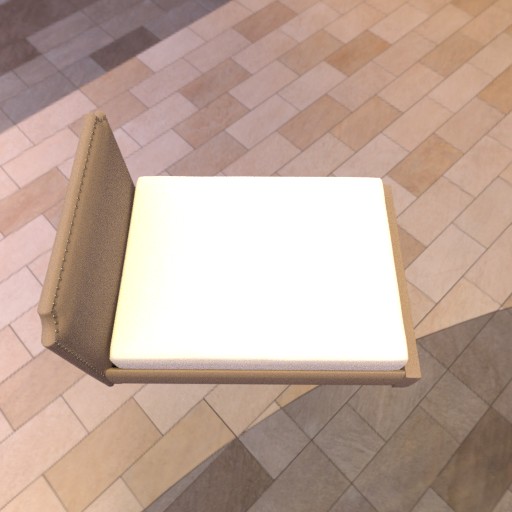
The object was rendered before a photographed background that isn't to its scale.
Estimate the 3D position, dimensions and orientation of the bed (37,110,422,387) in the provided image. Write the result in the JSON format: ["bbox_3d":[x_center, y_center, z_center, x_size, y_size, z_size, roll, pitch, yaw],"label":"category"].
[{"bbox_3d":[0.000,0.000,3.296,2.372,1.443,1.713,0,63,0],"label":"bed"}]
